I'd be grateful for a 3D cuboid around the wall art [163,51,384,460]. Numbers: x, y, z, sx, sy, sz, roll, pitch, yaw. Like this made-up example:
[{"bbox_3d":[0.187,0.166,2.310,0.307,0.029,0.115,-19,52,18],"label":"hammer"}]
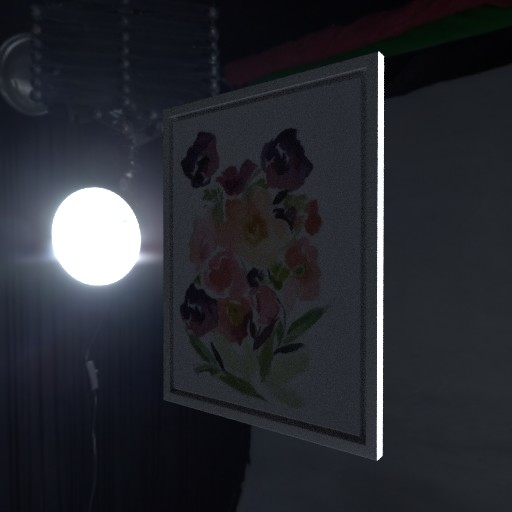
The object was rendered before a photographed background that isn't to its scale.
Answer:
[{"bbox_3d":[0.000,0.000,1.394,0.805,1.056,0.042,1,1,36],"label":"wall art"}]
